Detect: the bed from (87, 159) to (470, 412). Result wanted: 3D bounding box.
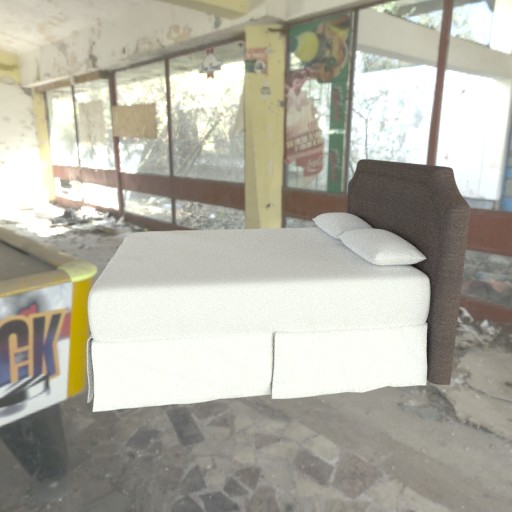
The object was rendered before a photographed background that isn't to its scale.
[{"bbox_3d":[0.000,0.000,3.138,2.116,1.290,1.693,-2,14,-7],"label":"bed"}]
